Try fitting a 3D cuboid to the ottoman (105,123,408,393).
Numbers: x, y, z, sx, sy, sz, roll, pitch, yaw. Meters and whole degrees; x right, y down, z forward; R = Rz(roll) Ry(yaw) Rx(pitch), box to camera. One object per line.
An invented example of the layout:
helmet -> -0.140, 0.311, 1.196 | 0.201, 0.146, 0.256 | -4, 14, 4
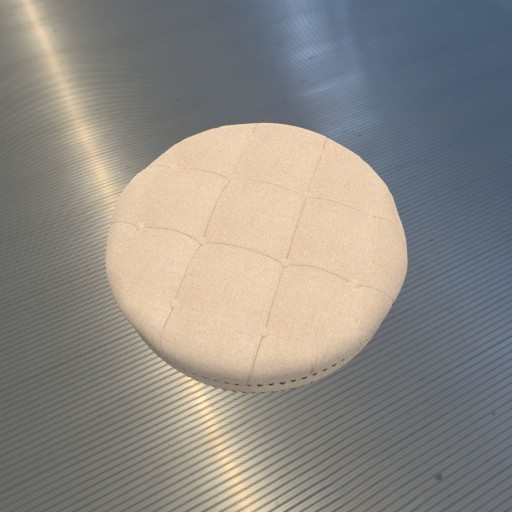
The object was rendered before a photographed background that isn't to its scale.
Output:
ottoman -> 0.000, 0.000, 1.508 | 0.940, 0.483, 0.940 | 0, 57, 0
